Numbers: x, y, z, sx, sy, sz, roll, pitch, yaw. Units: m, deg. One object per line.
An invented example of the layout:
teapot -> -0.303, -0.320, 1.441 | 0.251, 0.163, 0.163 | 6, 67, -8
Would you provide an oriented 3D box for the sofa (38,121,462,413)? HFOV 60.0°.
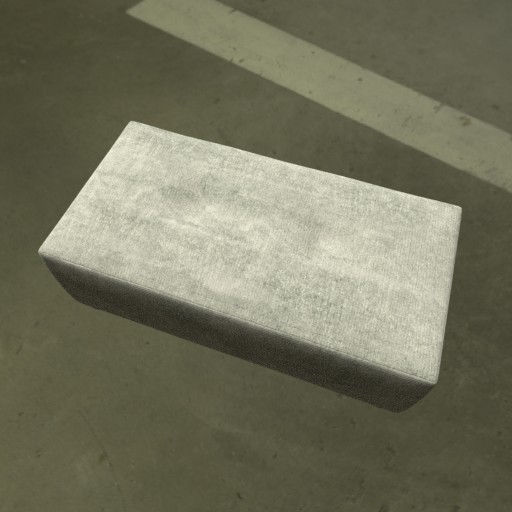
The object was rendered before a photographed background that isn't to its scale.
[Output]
sofa -> 0.000, 0.000, 1.155 | 0.930, 0.330, 0.480 | 17, 61, 10
